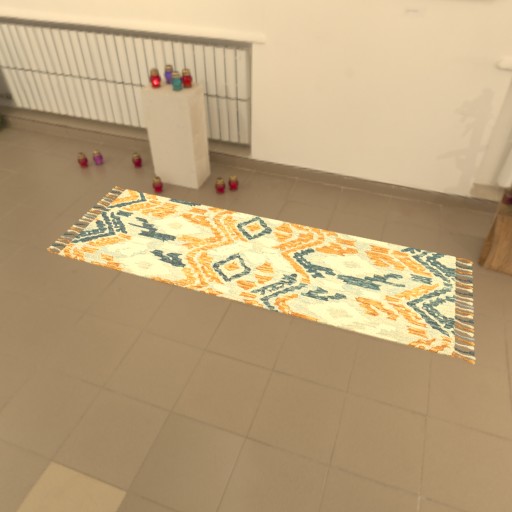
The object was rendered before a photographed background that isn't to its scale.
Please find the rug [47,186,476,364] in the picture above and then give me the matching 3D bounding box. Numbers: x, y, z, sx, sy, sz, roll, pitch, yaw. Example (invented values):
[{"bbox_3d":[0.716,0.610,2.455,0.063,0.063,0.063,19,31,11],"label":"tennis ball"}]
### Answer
[{"bbox_3d":[0.000,0.000,2.641,2.437,0.010,0.783,13,43,14],"label":"rug"}]
